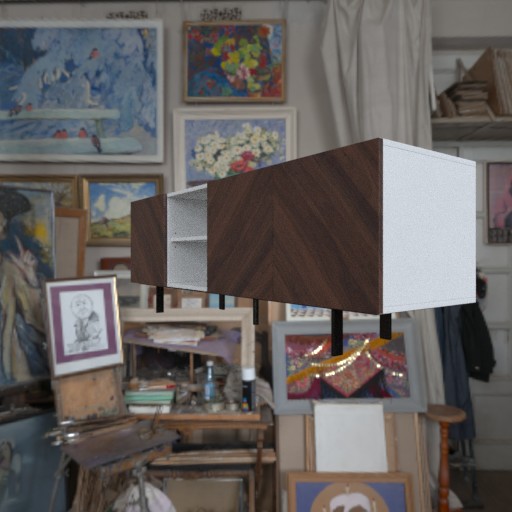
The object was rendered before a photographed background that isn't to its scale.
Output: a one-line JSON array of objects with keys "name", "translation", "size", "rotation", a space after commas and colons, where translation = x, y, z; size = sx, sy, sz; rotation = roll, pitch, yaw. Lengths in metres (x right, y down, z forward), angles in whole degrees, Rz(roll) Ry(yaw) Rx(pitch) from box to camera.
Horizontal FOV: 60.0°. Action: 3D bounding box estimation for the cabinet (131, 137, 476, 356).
[{"name": "cabinet", "translation": [0.000, 0.000, 1.723], "size": [0.431, 0.533, 1.499], "rotation": [0, 0, -37]}]
